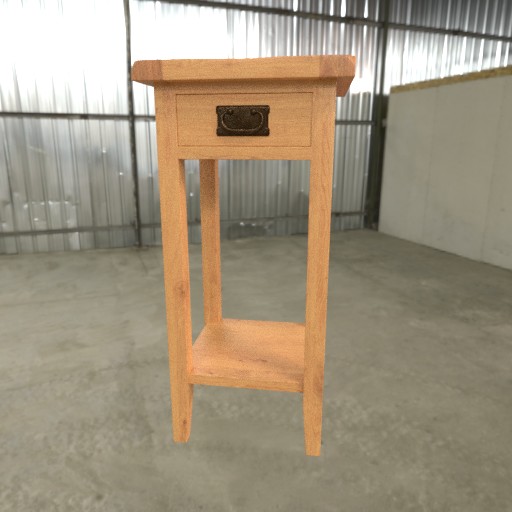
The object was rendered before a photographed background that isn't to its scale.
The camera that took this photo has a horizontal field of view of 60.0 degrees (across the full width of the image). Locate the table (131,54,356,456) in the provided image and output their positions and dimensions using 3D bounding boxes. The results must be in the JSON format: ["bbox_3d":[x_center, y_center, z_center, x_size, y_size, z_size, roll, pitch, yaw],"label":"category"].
[{"bbox_3d":[0.000,0.000,0.961,0.360,0.740,0.360,2,15,8],"label":"table"}]
